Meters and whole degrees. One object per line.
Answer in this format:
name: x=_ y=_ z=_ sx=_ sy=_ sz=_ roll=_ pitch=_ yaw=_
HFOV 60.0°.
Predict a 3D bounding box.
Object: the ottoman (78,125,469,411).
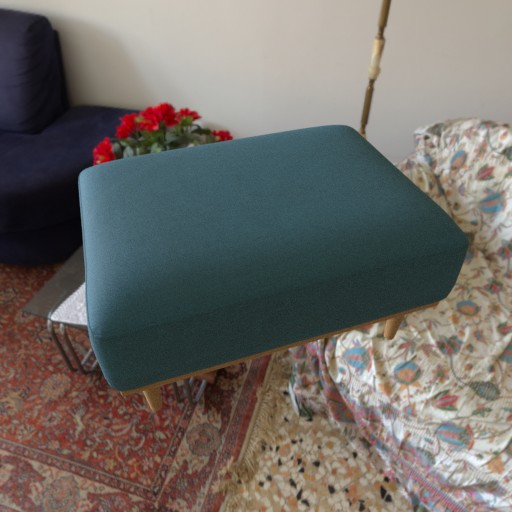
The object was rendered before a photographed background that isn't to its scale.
ottoman: x=0.000 y=0.000 z=1.073 sx=0.749 sy=0.428 sz=0.549 roll=-13 pitch=44 yaw=-14
